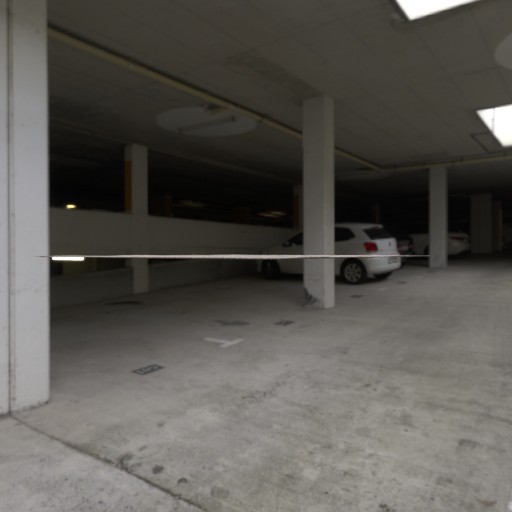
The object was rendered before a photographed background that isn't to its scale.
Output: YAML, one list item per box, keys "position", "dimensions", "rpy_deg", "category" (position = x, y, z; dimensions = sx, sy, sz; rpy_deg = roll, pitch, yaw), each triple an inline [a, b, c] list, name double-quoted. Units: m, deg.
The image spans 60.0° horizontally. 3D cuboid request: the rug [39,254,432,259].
- position: [0.000, 0.000, 4.038]
  dimensions: [2.371, 0.012, 3.000]
  rpy_deg: [0, 0, 36]
  category: "rug"
